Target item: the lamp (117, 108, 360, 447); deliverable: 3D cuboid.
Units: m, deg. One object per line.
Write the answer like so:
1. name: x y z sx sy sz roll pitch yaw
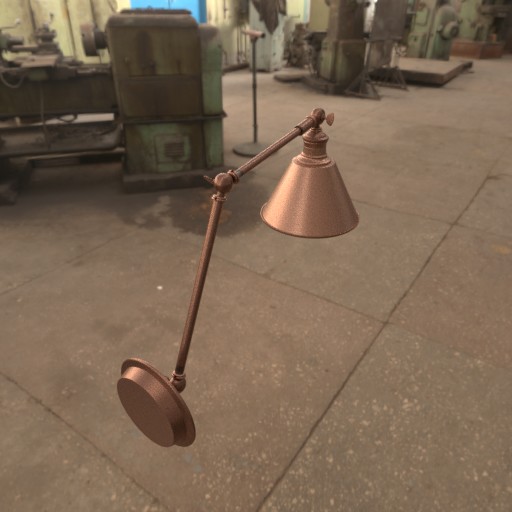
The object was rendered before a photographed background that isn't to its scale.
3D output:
1. lamp: 0.000 0.000 0.881 0.223 0.502 0.624 22 37 31
